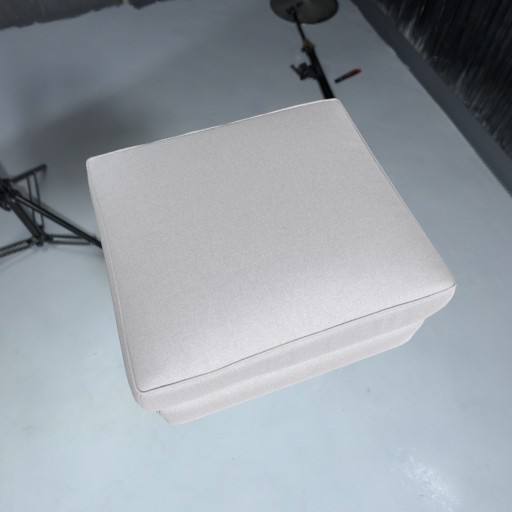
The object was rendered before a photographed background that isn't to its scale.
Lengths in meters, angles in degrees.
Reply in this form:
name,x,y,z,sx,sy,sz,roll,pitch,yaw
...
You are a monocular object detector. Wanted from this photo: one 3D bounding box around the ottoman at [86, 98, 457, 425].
name,x,y,z,sx,sy,sz,roll,pitch,yaw
ottoman,0.000,0.000,1.180,0.721,0.505,0.662,-17,61,-10
